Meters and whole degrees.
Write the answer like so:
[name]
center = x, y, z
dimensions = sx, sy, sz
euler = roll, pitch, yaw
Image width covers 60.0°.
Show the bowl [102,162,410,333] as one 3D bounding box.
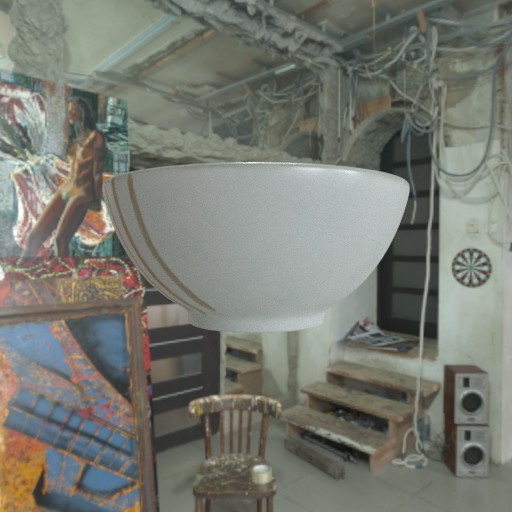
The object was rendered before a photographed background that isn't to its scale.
[bowl]
center = 0.000, 0.000, 0.410
dimensions = 0.268, 0.121, 0.268
euler = 0, 1, 0
